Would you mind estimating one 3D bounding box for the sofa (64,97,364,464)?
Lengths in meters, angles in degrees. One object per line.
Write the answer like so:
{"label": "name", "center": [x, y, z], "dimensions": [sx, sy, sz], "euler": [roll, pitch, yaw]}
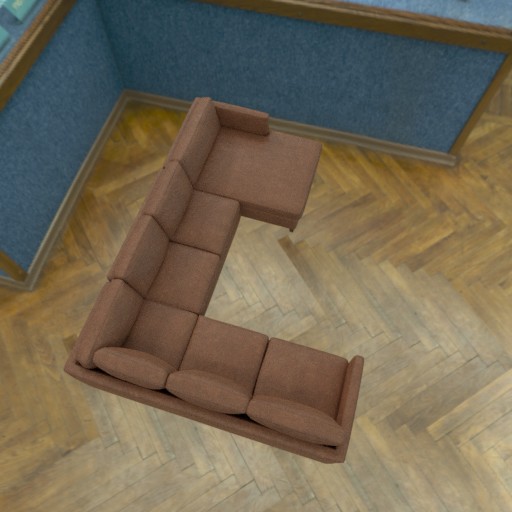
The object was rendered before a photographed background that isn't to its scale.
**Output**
{"label": "sofa", "center": [0.000, 0.000, 4.712], "dimensions": [2.593, 0.923, 3.460], "euler": [15, 65, 7]}
